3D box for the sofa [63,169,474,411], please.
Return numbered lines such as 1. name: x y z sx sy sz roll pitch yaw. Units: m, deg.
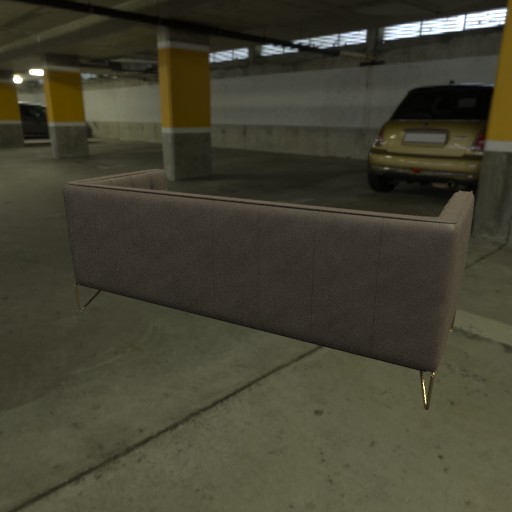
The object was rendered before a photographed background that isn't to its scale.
1. sofa: 0.000 0.000 2.480 2.087 0.789 0.867 9 20 27
